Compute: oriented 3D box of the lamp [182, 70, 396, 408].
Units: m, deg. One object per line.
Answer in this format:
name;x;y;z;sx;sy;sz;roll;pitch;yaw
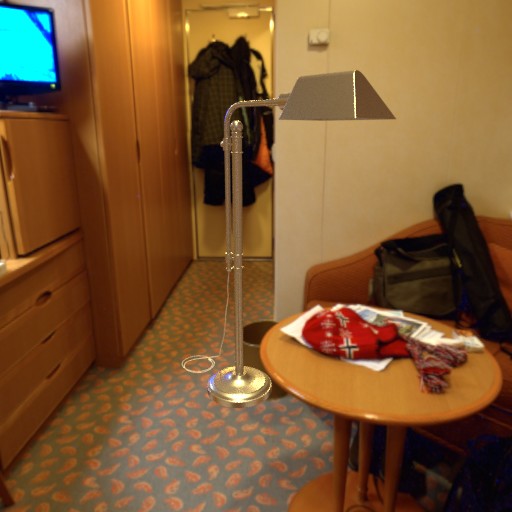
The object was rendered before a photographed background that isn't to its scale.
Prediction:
lamp;0.000;0.000;0.960;0.159;0.708;0.546;-15;21;-42
